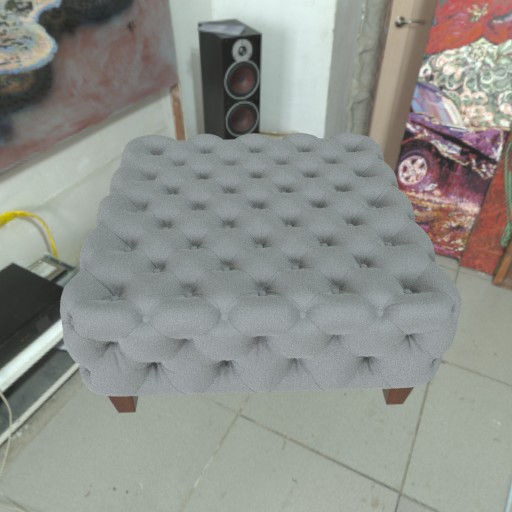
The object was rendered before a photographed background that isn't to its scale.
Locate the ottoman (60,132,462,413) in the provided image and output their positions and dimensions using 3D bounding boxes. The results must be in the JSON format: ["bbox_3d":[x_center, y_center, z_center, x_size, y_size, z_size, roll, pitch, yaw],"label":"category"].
[{"bbox_3d":[0.000,0.000,1.384,0.917,0.439,0.911,-1,40,-1],"label":"ottoman"}]
